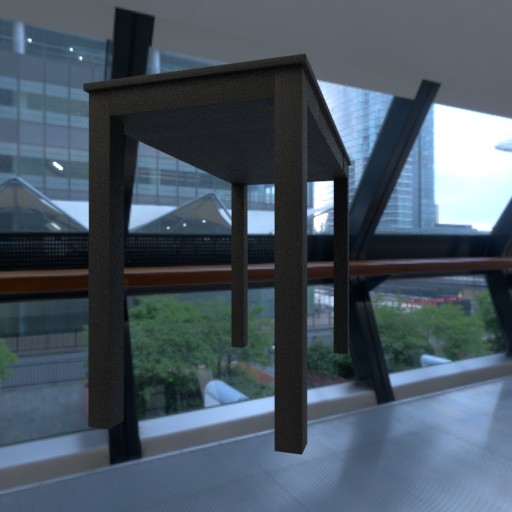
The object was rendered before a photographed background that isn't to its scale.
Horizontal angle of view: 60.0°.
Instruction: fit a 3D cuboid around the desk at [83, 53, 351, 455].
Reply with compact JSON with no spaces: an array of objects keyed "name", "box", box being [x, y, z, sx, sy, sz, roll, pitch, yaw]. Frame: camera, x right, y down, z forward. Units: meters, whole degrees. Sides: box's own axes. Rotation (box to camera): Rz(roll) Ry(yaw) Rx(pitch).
[{"name":"desk","box":[0.000,0.000,1.382,0.499,0.762,0.991,0,0,17]}]
